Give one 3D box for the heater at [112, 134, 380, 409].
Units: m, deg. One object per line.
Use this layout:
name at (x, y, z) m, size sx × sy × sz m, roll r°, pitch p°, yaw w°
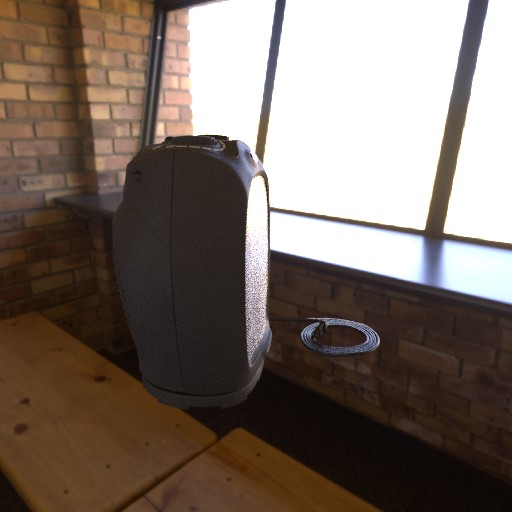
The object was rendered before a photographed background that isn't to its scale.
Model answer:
heater at (0.000, 0.000, 0.480) m, size 0.291 × 0.255 × 0.239 m, roll 3°, pitch 17°, yaw 9°
